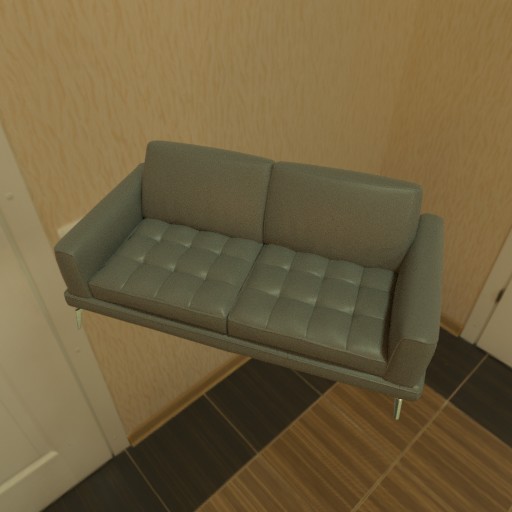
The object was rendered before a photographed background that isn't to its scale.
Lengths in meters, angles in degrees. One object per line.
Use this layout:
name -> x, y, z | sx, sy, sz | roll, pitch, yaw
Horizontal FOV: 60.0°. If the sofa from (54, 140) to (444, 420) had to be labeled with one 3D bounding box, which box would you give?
sofa -> 0.000, 0.000, 2.732 | 2.177, 0.930, 1.121 | 13, 43, 14
